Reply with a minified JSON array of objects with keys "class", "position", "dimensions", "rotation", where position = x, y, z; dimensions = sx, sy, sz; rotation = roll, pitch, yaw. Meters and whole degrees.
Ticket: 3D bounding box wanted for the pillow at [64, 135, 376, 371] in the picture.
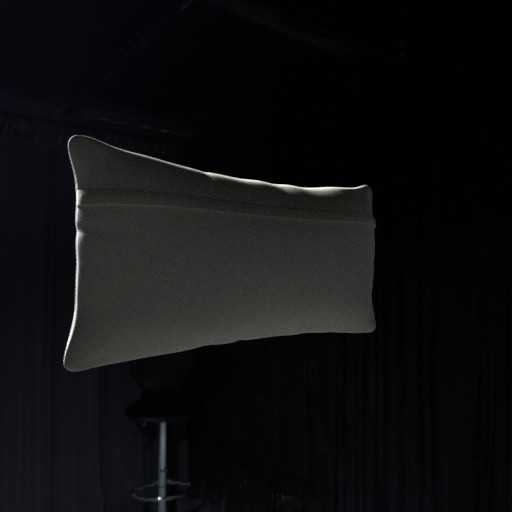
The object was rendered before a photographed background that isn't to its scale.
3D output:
[{"class":"pillow","position":[0.000,0.000,0.745],"dimensions":[0.604,0.307,0.148],"rotation":[1,-2,-36]}]
